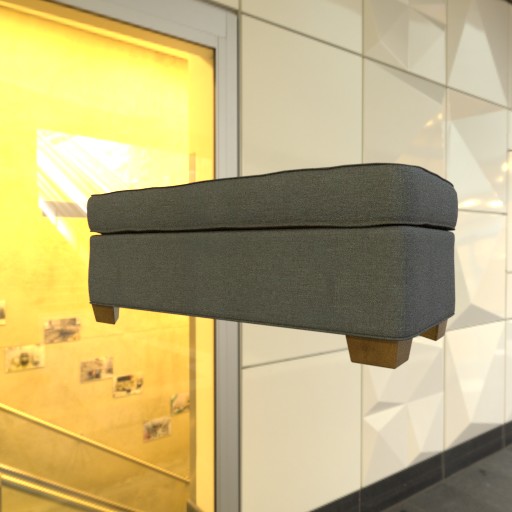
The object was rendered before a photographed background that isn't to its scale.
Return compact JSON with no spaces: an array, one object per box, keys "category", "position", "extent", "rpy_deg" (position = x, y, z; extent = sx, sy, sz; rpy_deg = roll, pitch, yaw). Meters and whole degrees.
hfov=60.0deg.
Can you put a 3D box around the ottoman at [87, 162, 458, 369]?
[{"category":"ottoman","position":[0.000,0.000,1.404],"extent":[1.110,0.460,0.515],"rpy_deg":[1,1,36]}]
